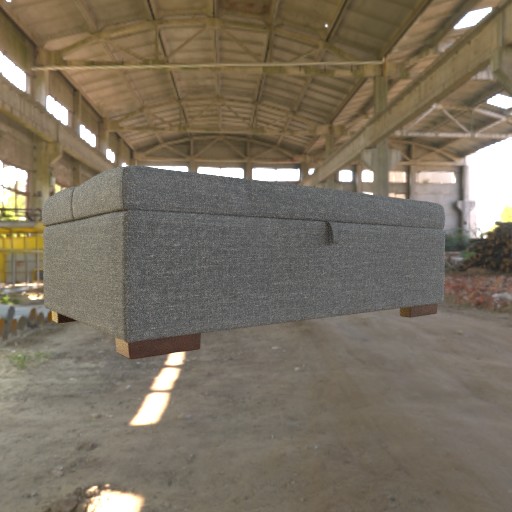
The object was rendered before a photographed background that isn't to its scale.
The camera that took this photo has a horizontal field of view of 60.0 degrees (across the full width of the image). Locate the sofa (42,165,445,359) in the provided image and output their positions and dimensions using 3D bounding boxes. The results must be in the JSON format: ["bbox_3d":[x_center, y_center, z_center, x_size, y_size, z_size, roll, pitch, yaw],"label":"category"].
[{"bbox_3d":[0.000,0.000,1.534,1.198,0.417,0.782,0,0,-37],"label":"sofa"}]
